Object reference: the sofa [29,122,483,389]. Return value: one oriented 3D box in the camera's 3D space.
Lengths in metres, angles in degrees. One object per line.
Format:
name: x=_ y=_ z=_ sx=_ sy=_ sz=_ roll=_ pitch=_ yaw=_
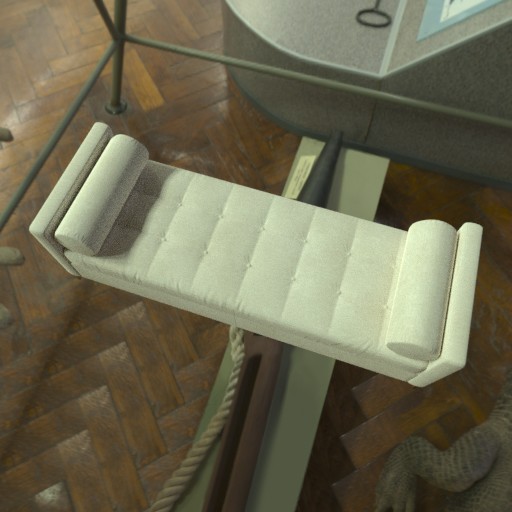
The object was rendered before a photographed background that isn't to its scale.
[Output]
sofa: x=0.000 y=0.000 z=2.296 sx=1.981 sy=0.635 sz=0.686 roll=17 pitch=66 yaw=8
